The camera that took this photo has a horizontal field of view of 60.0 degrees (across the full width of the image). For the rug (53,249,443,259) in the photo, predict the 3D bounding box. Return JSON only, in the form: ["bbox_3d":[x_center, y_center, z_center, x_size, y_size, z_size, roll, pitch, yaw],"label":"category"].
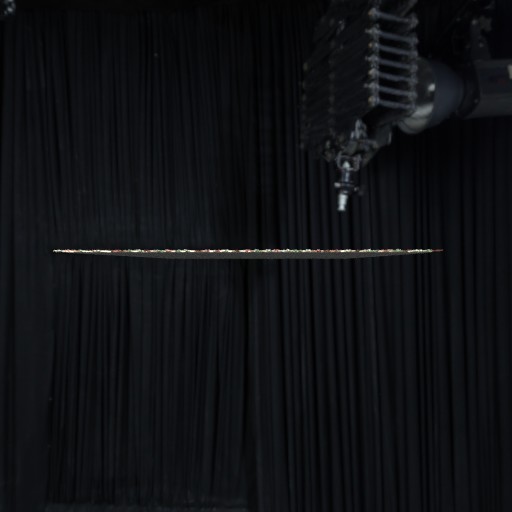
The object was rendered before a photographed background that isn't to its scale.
[{"bbox_3d":[0.000,0.000,2.244,1.219,0.008,1.829,0,-1,2],"label":"rug"}]
